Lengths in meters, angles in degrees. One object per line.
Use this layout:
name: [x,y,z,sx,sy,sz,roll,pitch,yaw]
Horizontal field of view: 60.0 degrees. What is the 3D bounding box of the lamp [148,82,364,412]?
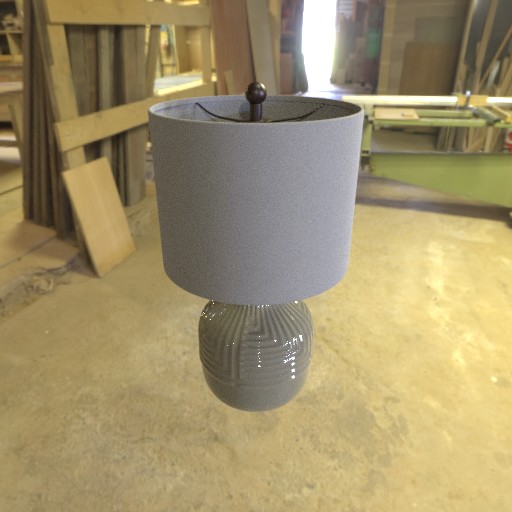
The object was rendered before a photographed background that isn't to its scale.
lamp: [0.000,0.000,0.773,0.318,0.567,0.318,0,26,0]
